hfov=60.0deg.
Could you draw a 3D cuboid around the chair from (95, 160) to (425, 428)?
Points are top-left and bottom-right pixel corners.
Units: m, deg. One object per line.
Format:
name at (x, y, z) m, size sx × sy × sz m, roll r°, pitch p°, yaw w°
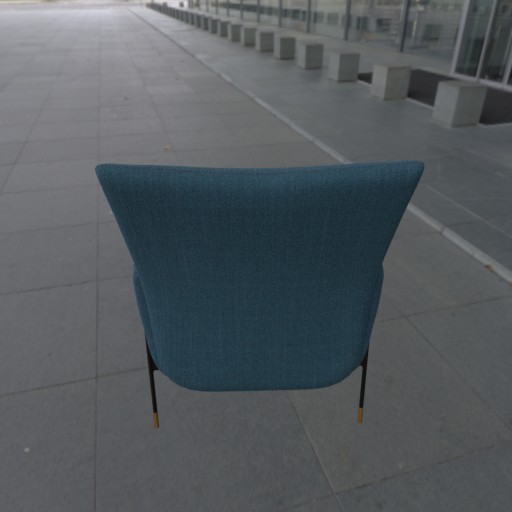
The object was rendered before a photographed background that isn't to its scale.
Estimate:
chair at (0.000, 0.000, 1.413) m, size 0.678 × 0.859 × 0.769 m, roll -1°, pitch 31°, yaw -1°
